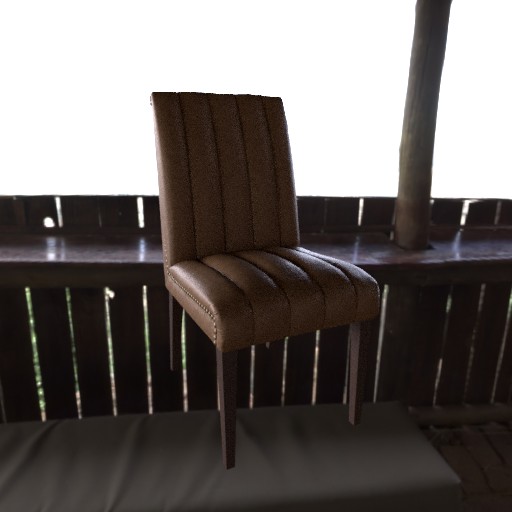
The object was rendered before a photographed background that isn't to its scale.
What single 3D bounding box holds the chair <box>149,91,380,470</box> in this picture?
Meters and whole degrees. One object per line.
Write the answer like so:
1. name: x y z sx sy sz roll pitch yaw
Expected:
1. chair: 0.000 0.000 1.410 0.511 1.016 0.647 -8 18 -25
